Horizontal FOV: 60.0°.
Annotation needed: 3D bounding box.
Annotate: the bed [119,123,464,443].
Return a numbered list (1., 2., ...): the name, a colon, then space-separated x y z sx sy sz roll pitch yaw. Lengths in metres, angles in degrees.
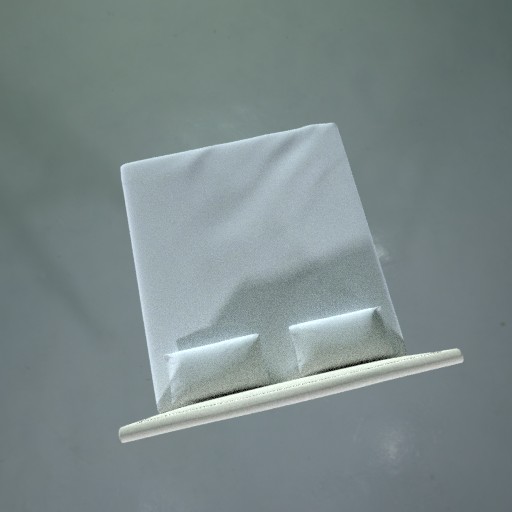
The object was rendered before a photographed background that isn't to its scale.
1. bed: 0.000 0.000 3.459 2.083 1.421 2.182 -12 75 -3
